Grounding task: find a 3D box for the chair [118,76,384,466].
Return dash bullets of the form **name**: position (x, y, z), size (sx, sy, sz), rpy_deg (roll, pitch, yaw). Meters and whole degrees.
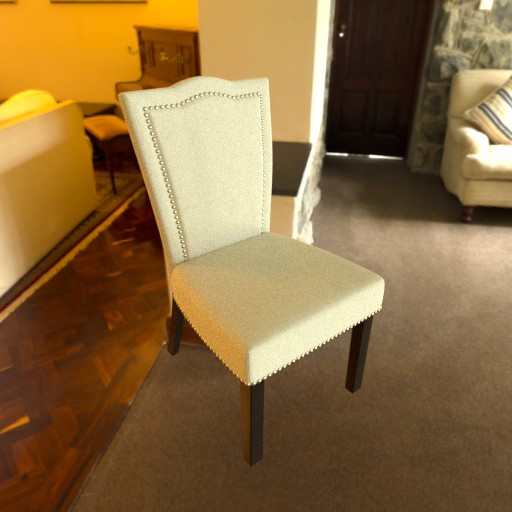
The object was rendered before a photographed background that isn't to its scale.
- **chair**: position (0.000, 0.000, 1.315), size (0.518, 0.946, 0.589), rpy_deg (-21, 36, -33)
